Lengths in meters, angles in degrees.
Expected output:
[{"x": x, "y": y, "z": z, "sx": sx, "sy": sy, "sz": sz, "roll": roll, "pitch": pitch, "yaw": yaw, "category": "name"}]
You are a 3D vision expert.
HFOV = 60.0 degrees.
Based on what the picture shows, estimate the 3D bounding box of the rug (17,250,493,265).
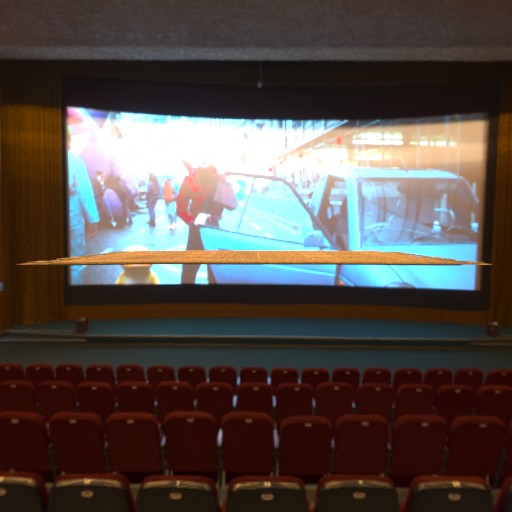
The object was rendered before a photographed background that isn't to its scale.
[{"x": 0.000, "y": 0.000, "z": 3.035, "sx": 2.465, "sy": 0.023, "sz": 1.619, "roll": 0, "pitch": 3, "yaw": 0, "category": "rug"}]
